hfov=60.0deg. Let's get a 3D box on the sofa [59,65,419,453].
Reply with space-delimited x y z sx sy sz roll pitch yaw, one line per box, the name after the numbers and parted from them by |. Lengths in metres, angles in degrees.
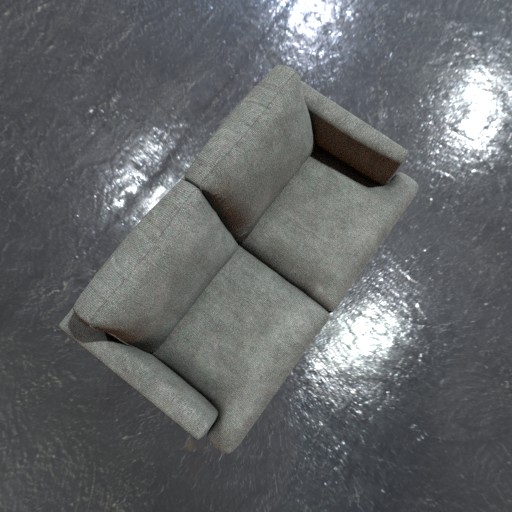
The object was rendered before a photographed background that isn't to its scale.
0.000 0.000 2.118 0.903 0.956 1.582 36 79 8 | sofa
